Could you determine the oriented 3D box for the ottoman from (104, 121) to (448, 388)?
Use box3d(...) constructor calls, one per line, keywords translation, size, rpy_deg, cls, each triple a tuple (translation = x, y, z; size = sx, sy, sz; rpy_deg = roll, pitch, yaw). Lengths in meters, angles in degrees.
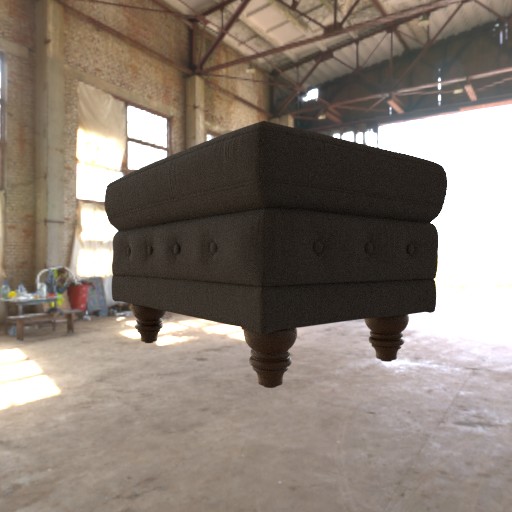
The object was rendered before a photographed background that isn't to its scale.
box3d(translation=(0.000, 0.000, 1.173), size=(0.569, 0.500, 0.771), rpy_deg=(0, -1, -37), cls="ottoman")
